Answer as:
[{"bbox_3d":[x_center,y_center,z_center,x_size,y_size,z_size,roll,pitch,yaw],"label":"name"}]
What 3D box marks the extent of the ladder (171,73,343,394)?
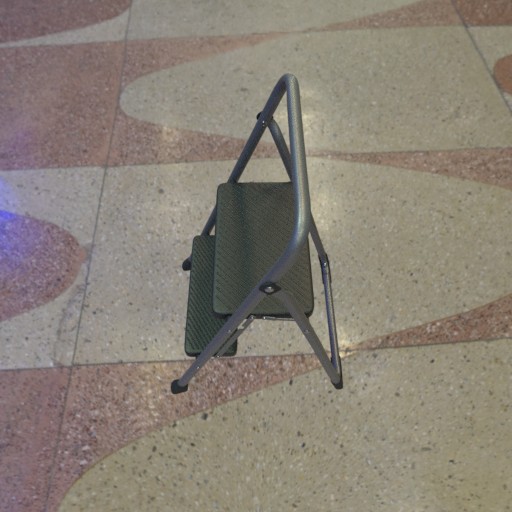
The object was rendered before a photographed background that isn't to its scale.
[{"bbox_3d":[0.000,0.000,1.020,0.472,0.720,0.430,0,57,0],"label":"ladder"}]
